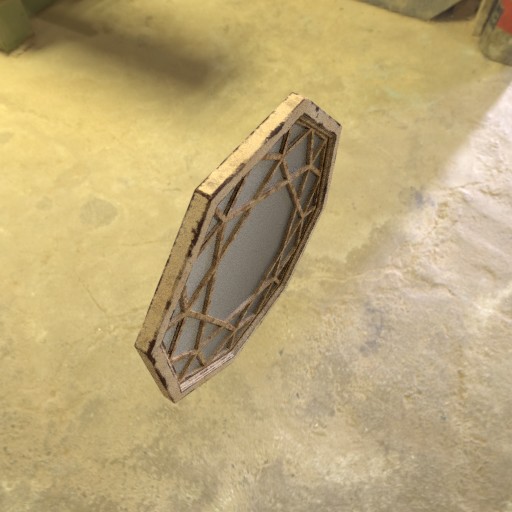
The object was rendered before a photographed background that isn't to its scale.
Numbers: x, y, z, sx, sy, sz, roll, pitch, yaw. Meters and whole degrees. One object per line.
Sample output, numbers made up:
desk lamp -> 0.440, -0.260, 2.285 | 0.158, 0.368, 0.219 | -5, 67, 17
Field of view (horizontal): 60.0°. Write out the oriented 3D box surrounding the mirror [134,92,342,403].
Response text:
mirror -> 0.000, 0.000, 0.956 | 0.031, 0.648, 0.648 | 29, 61, 18
